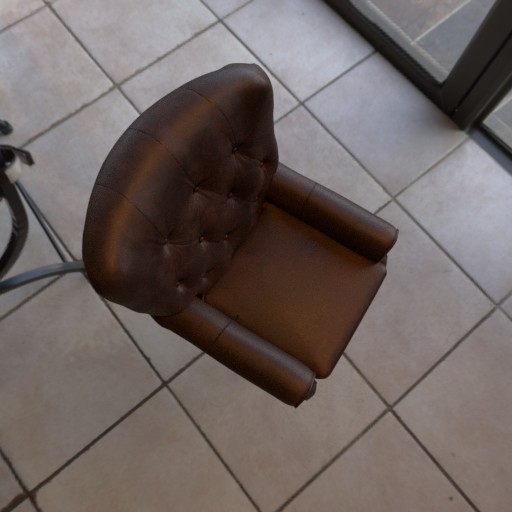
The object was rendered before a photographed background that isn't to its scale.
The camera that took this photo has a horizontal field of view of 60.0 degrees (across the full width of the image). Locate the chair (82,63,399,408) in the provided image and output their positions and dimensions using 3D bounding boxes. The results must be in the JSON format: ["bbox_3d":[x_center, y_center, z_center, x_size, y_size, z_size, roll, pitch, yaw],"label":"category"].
[{"bbox_3d":[0.000,0.000,1.894,1.058,1.158,0.948,31,77,8],"label":"chair"}]
